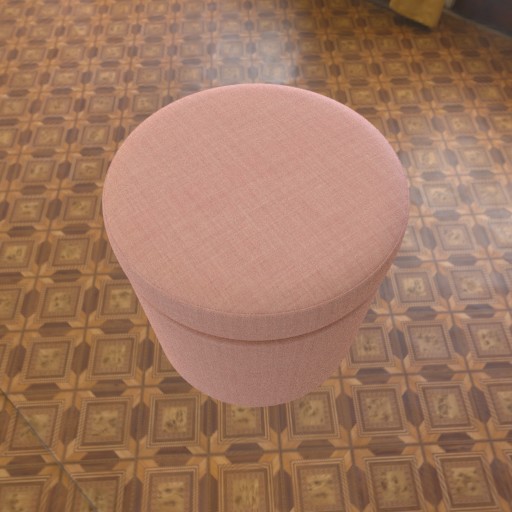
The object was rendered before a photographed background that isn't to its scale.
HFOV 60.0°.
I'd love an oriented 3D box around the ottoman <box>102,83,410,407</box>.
[{"bbox_3d":[0.000,0.000,0.733,0.400,0.406,0.400,0,57,0],"label":"ottoman"}]
